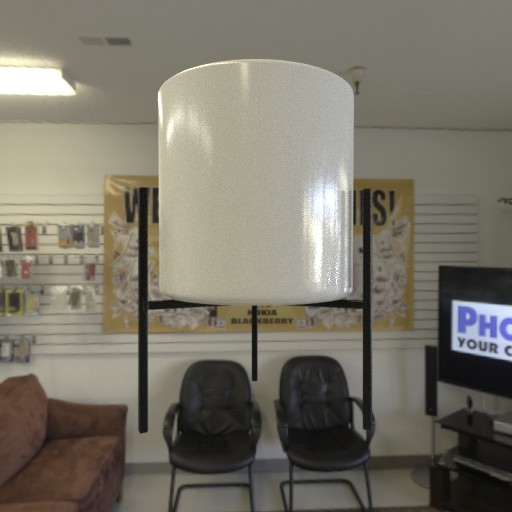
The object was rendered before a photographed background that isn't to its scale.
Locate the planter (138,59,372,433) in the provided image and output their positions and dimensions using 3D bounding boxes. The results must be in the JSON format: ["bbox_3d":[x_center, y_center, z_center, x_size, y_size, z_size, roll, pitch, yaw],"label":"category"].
[{"bbox_3d":[0.000,0.000,0.516,0.239,0.356,0.239,0,0,0],"label":"planter"}]
